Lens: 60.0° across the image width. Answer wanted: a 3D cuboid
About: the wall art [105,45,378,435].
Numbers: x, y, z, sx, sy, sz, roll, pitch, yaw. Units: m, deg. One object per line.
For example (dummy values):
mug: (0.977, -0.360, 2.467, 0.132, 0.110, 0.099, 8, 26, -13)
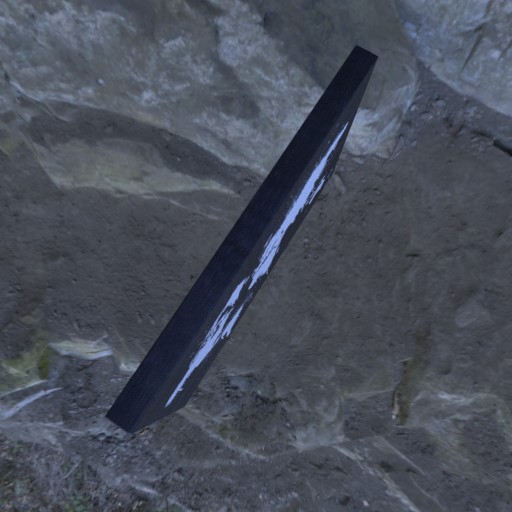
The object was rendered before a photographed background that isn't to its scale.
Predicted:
wall art: (0.000, 0.000, 0.778, 0.038, 0.409, 0.610, 31, 78, 8)
